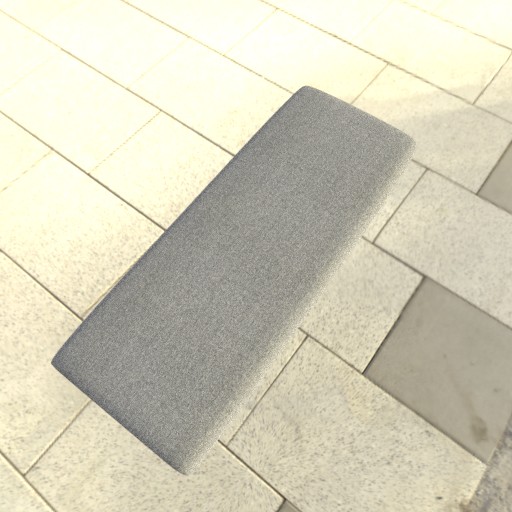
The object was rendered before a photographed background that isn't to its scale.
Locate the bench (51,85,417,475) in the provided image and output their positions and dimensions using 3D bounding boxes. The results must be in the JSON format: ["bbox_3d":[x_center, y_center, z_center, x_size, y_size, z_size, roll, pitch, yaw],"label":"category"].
[{"bbox_3d":[0.000,0.000,1.842,0.631,0.384,1.598,33,68,15],"label":"bench"}]
